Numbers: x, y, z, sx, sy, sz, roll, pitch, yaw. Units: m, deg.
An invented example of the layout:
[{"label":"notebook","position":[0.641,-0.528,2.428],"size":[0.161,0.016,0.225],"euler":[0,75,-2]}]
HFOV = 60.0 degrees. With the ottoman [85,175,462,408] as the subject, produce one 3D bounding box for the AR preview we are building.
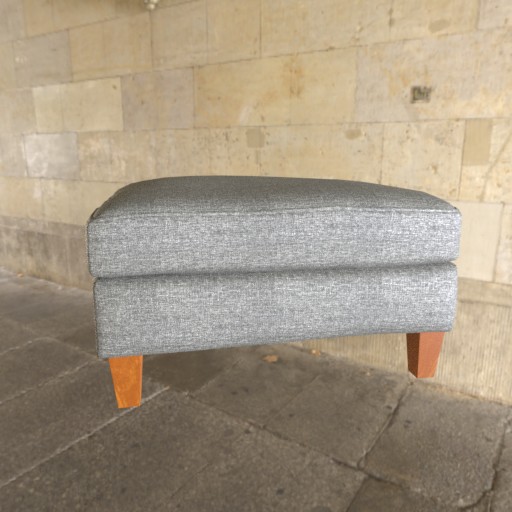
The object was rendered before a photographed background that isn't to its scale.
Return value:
[{"label":"ottoman","position":[0.000,0.000,1.350],"size":[0.838,0.481,0.838],"euler":[-2,13,-10]}]
